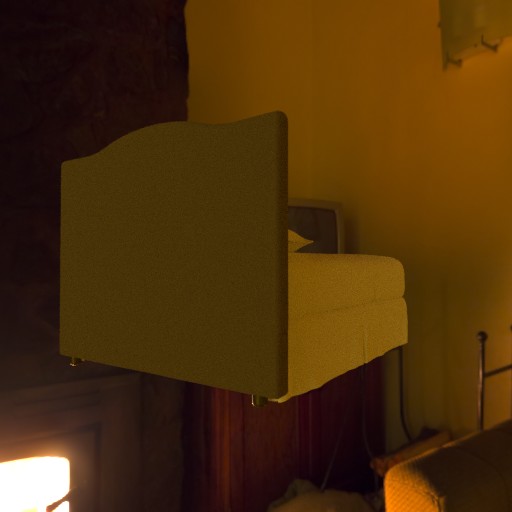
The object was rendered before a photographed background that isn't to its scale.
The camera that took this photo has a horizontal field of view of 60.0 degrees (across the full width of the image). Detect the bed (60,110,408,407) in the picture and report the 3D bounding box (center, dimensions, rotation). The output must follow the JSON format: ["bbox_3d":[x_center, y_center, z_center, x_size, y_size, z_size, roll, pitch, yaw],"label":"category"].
[{"bbox_3d":[0.000,0.000,3.180,1.666,1.387,2.036,-1,-1,35],"label":"bed"}]
